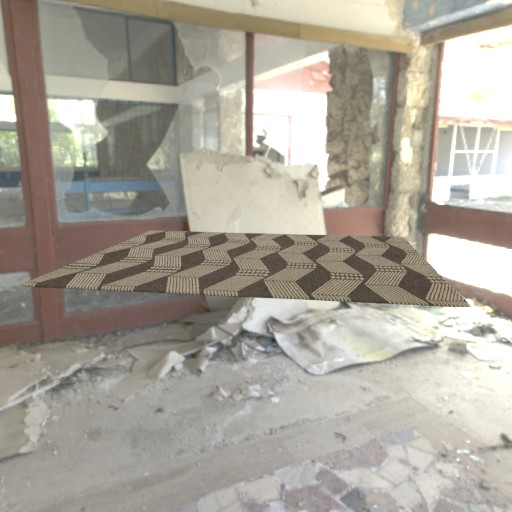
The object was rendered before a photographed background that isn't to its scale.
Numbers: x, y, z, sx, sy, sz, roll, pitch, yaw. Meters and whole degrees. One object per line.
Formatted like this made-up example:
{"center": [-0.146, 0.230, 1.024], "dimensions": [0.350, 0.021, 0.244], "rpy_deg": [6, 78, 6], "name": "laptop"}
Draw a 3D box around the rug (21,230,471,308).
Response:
{"center": [0.000, 0.000, 4.105], "dimensions": [3.048, 0.016, 2.438], "rpy_deg": [2, 13, 9], "name": "rug"}
